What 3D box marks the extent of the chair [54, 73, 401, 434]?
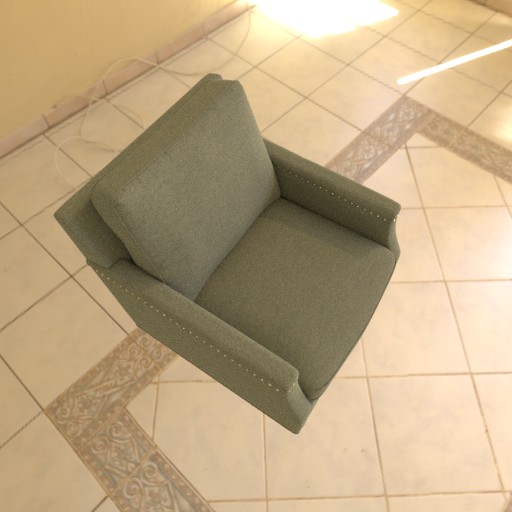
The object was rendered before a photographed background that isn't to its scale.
[{"bbox_3d":[0.000,0.000,1.810,1.031,1.031,0.885,30,64,16],"label":"chair"}]
